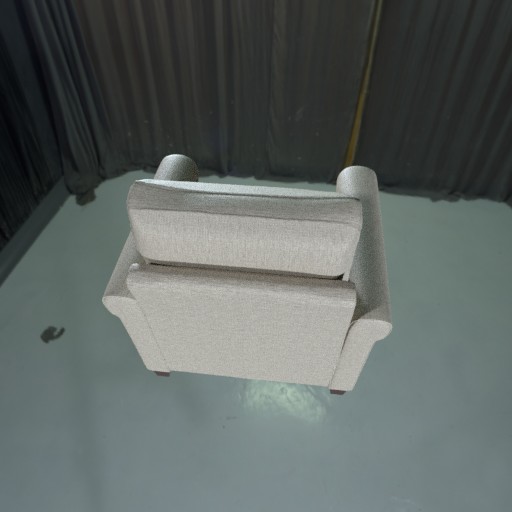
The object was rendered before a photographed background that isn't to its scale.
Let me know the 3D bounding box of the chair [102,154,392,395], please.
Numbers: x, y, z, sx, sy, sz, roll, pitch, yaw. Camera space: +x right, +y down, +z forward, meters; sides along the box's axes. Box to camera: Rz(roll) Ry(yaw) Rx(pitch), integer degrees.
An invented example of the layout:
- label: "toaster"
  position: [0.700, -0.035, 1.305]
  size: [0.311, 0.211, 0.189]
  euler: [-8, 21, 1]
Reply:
- label: "chair"
  position: [0.000, 0.000, 2.315]
  size: [1.275, 1.349, 1.180]
  euler: [5, 45, 5]
